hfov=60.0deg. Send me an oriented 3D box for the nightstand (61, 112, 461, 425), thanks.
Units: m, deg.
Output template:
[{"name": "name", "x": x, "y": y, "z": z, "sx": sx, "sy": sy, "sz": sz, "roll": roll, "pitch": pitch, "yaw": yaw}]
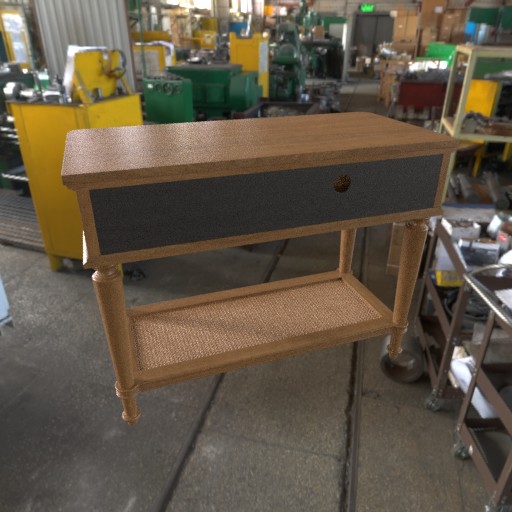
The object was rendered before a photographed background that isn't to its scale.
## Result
[{"name": "nightstand", "x": 0.000, "y": 0.000, "z": 1.296, "sx": 0.914, "sy": 0.700, "sz": 0.432, "roll": -9, "pitch": 29, "yaw": -17}]
